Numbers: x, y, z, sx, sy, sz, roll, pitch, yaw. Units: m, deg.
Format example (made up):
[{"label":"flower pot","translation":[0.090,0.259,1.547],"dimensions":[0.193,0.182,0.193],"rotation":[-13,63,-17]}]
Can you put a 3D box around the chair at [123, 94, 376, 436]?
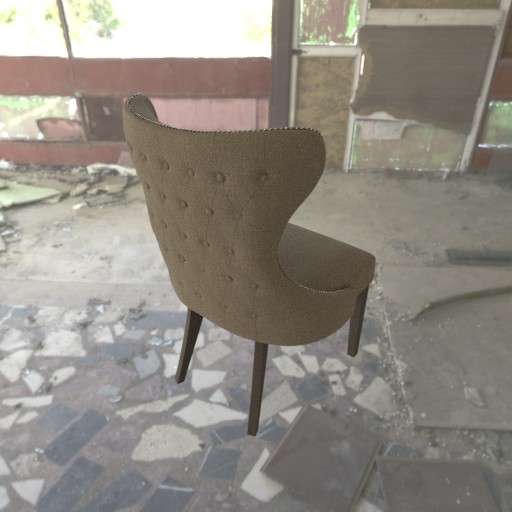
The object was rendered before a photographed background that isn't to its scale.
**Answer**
[{"label":"chair","translation":[0.000,0.000,1.392],"dimensions":[0.628,0.967,0.635],"rotation":[23,38,33]}]
